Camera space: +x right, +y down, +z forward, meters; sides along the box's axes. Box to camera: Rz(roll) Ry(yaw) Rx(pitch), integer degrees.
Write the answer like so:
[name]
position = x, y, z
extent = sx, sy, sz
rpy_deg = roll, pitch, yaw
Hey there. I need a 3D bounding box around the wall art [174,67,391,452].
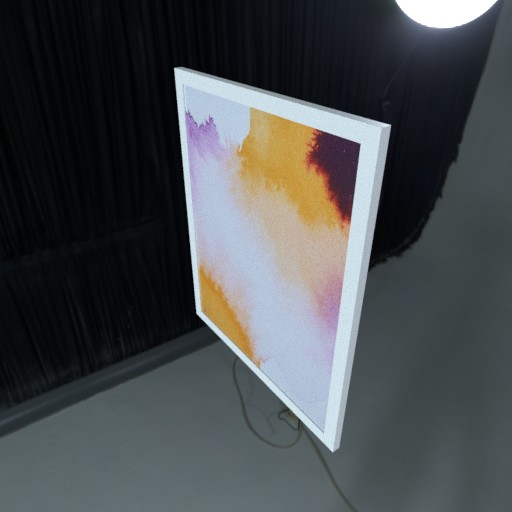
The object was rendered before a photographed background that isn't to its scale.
[wall art]
position = 0.000, 0.000, 0.636
extent = 0.013, 0.456, 0.382
rpy_deg = -21, 38, -30
